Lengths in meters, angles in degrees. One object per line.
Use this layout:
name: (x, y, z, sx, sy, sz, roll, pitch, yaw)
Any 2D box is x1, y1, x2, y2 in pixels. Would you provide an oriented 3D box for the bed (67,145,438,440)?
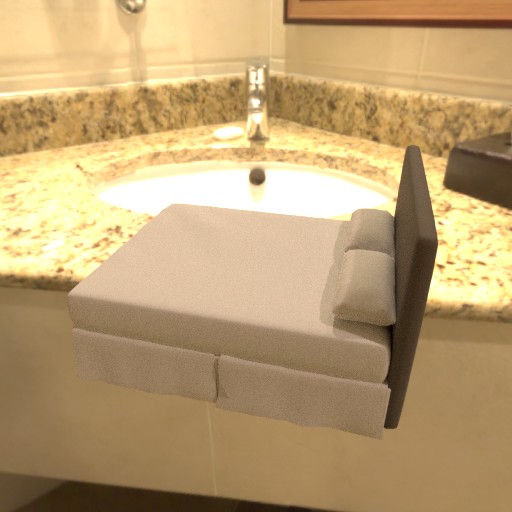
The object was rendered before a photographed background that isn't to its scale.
bed: (0.000, 0.000, 3.183, 2.142, 1.330, 1.723, 7, 30, 13)
